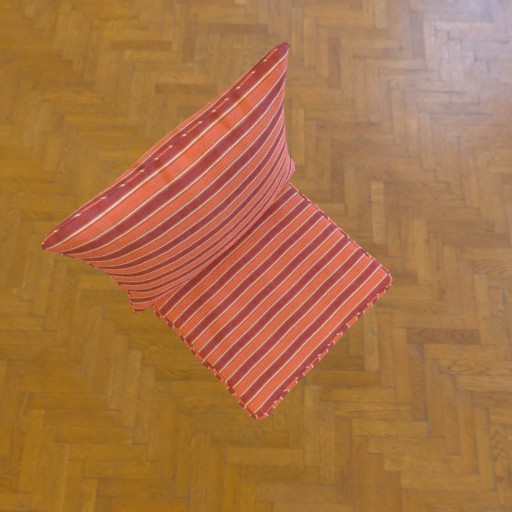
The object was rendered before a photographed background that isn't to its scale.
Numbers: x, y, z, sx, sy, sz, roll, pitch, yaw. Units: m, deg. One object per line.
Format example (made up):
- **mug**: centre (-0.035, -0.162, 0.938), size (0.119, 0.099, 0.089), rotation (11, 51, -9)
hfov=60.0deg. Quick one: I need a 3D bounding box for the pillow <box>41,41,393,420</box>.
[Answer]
- **pillow**: centre (0.000, 0.000, 1.347), size (0.799, 0.723, 0.733), rotation (-43, 78, -11)
